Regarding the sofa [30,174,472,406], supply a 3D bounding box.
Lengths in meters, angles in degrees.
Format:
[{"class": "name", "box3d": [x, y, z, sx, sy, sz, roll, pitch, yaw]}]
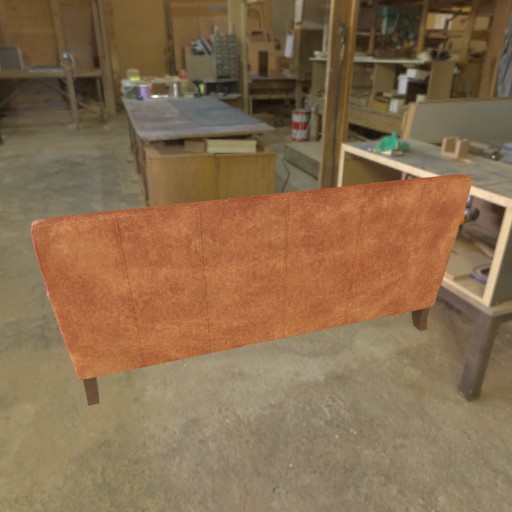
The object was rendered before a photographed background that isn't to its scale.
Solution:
[{"class": "sofa", "box3d": [0.000, 0.000, 2.465, 2.053, 0.947, 0.805, -8, 27, -17]}]
